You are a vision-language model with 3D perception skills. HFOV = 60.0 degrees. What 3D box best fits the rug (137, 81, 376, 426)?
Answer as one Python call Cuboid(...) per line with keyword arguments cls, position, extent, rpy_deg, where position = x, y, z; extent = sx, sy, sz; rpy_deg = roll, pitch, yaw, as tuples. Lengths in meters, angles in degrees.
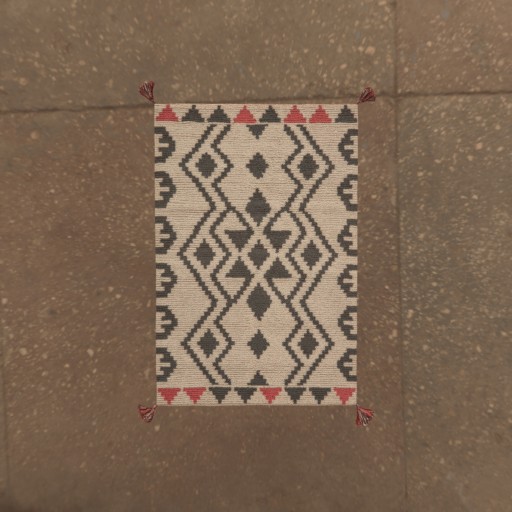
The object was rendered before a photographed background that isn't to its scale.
Cuboid(cls="rug", position=(0.000, 0.000, 2.662), extent=(1.444, 0.067, 2.069), rpy_deg=(0, 92, -1))
